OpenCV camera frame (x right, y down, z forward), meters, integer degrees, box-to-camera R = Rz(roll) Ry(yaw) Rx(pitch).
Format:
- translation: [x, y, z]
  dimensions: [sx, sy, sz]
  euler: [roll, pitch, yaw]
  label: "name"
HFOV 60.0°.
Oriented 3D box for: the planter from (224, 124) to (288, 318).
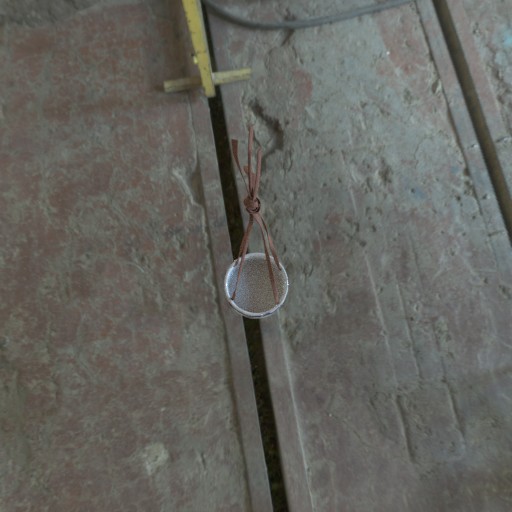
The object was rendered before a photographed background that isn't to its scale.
- translation: [0.000, 0.000, 0.837]
  dimensions: [0.166, 0.751, 0.166]
  euler: [34, 78, 8]
  label: "planter"
